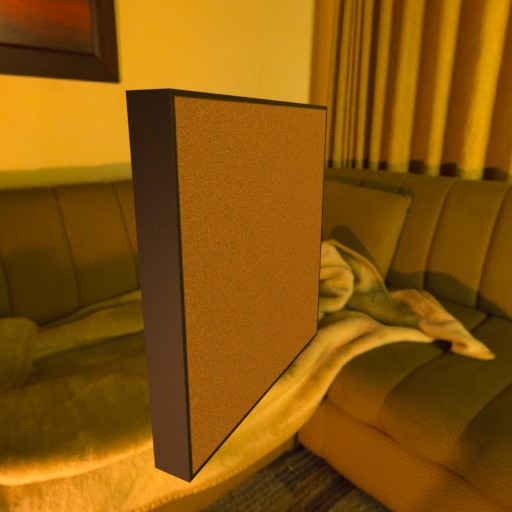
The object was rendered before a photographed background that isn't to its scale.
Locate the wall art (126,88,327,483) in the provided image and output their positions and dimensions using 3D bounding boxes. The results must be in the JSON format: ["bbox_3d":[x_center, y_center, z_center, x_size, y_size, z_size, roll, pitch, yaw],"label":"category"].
[{"bbox_3d":[0.000,0.000,0.457,0.037,0.303,0.304,8,18,26],"label":"wall art"}]
